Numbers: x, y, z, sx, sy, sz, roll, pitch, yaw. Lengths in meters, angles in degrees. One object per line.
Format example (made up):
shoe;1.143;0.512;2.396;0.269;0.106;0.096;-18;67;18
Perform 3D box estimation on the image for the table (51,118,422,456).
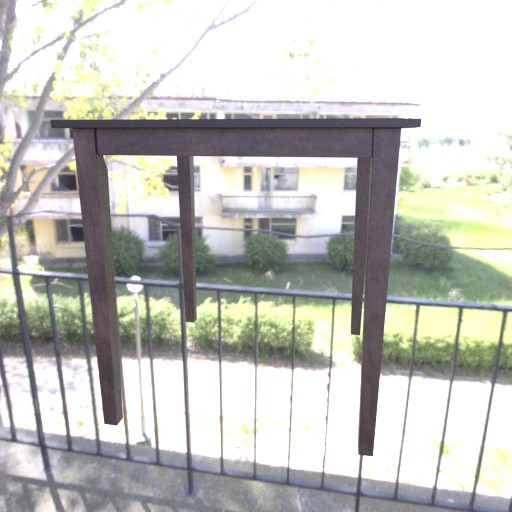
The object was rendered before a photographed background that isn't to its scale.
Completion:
table;0.000;0.000;1.332;0.749;0.770;0.749;3;16;10
